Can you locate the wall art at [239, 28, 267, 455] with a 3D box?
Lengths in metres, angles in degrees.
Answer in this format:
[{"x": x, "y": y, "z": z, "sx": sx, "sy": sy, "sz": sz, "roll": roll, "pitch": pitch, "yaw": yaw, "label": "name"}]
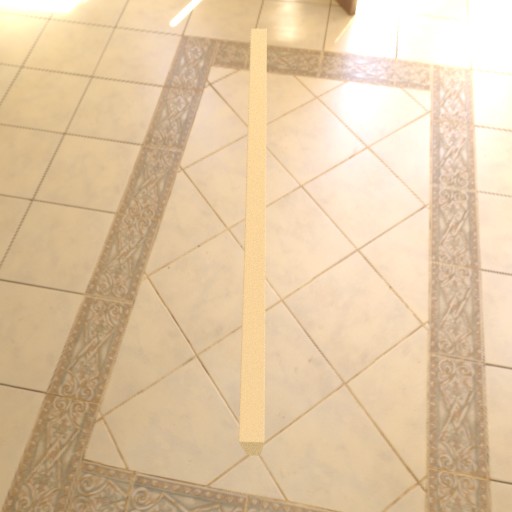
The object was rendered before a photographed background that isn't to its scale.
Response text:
[{"x": 0.000, "y": 0.000, "z": 1.135, "sx": 0.038, "sy": 0.609, "sz": 0.914, "roll": 1, "pitch": 64, "yaw": 0, "label": "wall art"}]
